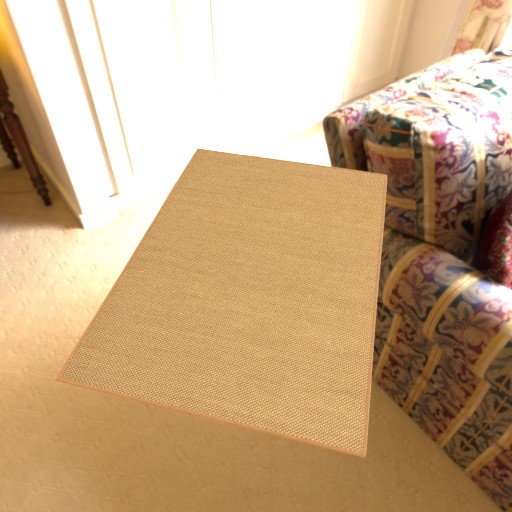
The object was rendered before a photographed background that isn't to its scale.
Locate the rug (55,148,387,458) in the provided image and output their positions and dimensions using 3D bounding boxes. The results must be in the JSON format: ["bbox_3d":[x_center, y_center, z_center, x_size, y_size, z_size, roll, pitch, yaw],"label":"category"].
[{"bbox_3d":[0.000,0.000,2.774,1.524,0.013,2.134,10,47,10],"label":"rug"}]
